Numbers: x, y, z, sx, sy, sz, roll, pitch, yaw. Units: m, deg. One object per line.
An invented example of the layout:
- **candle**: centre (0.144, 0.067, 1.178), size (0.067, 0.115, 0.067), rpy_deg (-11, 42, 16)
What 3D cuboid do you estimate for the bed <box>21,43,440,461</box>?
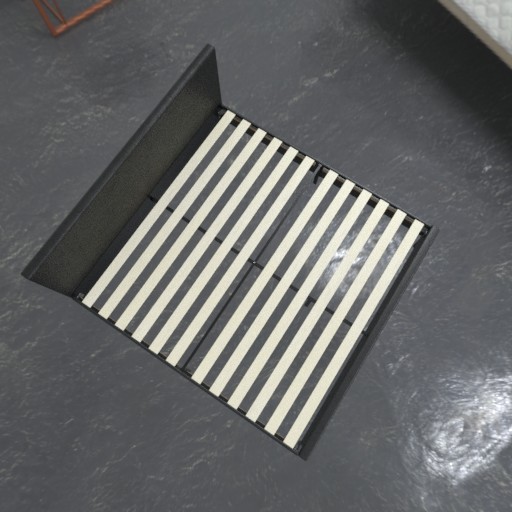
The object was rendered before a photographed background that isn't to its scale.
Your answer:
- **bed**: centre (0.000, 0.000, 3.281), size (2.152, 1.046, 2.018), rpy_deg (32, 77, 8)
